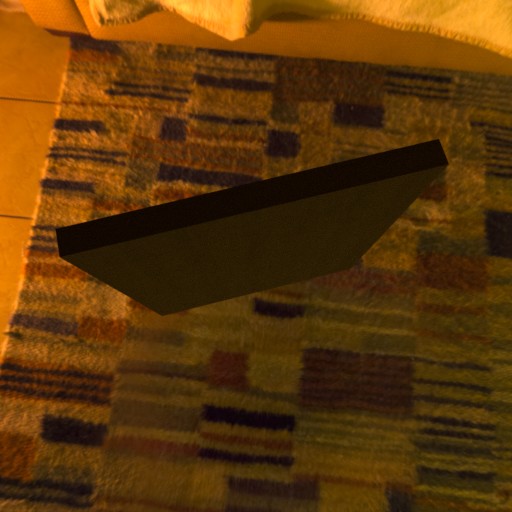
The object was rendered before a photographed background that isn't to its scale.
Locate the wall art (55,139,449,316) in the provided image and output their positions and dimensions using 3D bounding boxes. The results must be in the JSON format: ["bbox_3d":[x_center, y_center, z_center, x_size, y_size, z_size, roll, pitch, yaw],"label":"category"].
[{"bbox_3d":[0.000,0.000,0.773,0.455,0.552,0.034,-14,76,-4],"label":"wall art"}]
